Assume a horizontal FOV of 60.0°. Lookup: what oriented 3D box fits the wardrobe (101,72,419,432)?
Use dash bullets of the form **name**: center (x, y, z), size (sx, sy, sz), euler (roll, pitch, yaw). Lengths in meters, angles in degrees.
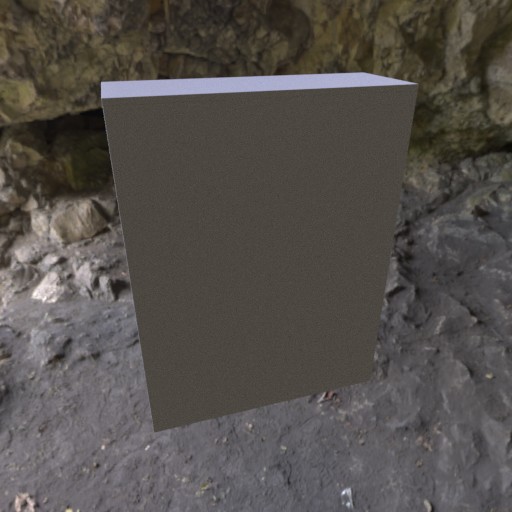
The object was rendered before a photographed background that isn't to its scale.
- **wardrobe**: center (0.000, 0.000, 1.633), size (0.900, 1.200, 0.360), euler (-8, 29, -15)
